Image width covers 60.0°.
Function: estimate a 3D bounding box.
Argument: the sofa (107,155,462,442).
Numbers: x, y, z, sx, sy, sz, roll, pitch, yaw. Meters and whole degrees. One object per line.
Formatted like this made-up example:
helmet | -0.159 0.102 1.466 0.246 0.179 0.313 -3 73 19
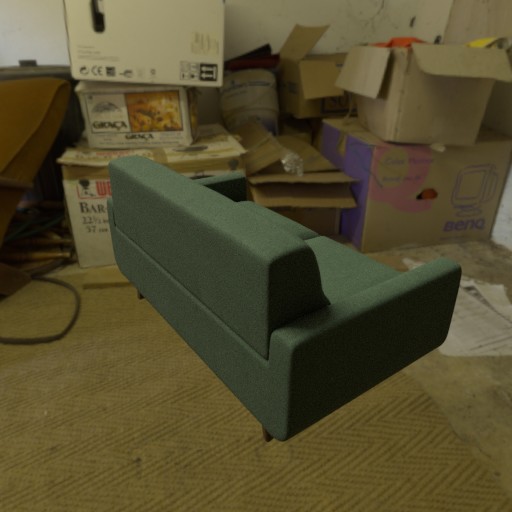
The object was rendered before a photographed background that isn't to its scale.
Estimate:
sofa | 0.000 0.000 2.180 0.909 0.841 1.631 -18 32 -31
